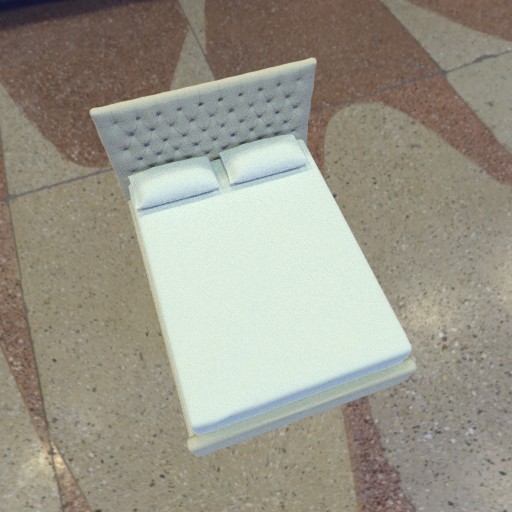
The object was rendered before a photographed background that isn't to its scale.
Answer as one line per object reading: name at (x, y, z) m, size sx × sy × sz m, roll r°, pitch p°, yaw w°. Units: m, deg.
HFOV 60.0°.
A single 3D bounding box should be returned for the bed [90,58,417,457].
bed at (0.000, 0.000, 3.294) m, size 1.696 × 1.426 × 2.233 m, roll -17°, pitch 62°, yaw -9°
